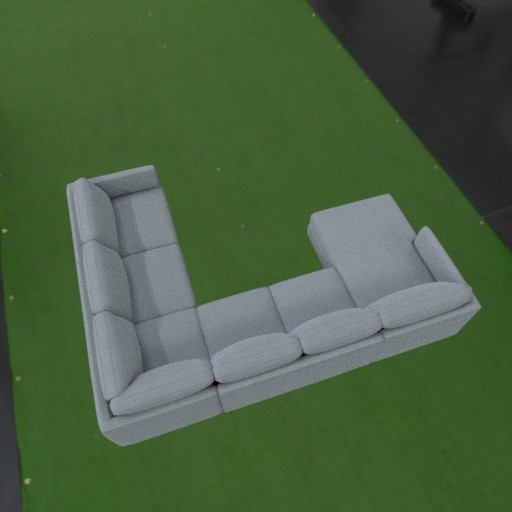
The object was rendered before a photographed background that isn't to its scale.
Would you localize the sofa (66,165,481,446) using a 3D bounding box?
[{"bbox_3d":[0.000,0.000,4.329,3.238,0.853,2.551,-16,59,-10],"label":"sofa"}]
